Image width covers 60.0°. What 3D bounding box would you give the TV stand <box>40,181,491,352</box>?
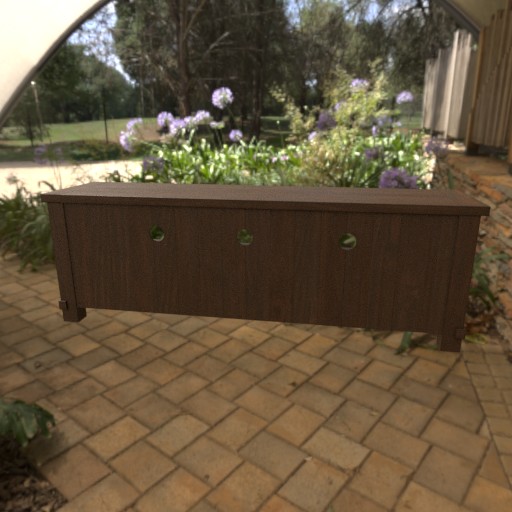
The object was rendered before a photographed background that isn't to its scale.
[{"bbox_3d":[0.000,0.000,2.117,1.866,0.615,0.471,3,17,9],"label":"TV stand"}]
